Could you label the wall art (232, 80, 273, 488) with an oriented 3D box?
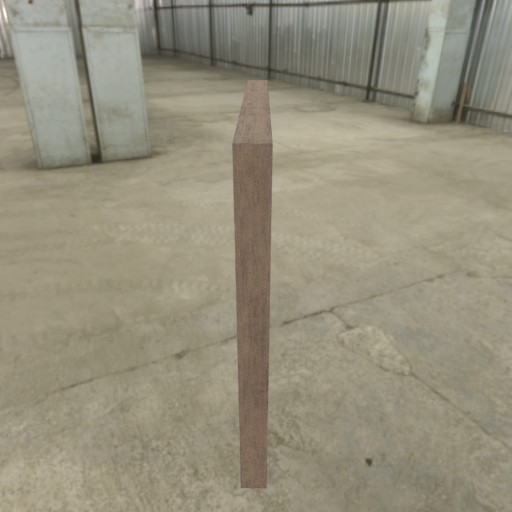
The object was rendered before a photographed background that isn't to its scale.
[{"bbox_3d":[0.000,0.000,0.761,0.038,0.508,0.508,0,28,1],"label":"wall art"}]
